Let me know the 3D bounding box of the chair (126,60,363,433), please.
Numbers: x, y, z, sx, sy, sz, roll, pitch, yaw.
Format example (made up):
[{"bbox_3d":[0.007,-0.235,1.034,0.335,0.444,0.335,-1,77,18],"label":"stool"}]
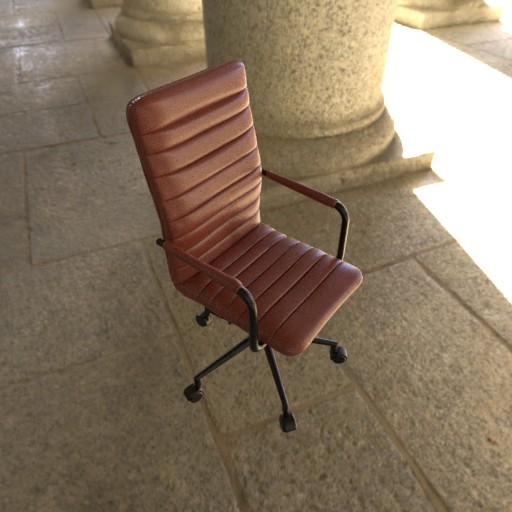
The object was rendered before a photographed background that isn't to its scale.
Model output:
[{"bbox_3d":[0.000,0.000,1.345,0.580,0.979,0.608,27,47,28],"label":"chair"}]
